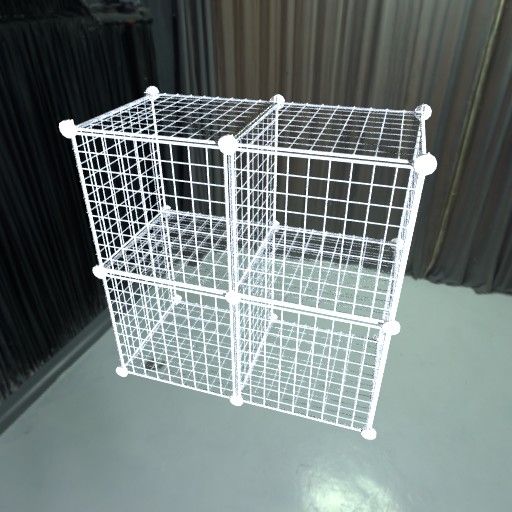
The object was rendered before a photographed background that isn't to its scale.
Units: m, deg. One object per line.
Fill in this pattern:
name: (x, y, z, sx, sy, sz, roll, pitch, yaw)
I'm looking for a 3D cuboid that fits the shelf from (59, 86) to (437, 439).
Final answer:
shelf: (0.000, 0.000, 1.118, 0.711, 0.711, 0.356, 9, 33, 15)
